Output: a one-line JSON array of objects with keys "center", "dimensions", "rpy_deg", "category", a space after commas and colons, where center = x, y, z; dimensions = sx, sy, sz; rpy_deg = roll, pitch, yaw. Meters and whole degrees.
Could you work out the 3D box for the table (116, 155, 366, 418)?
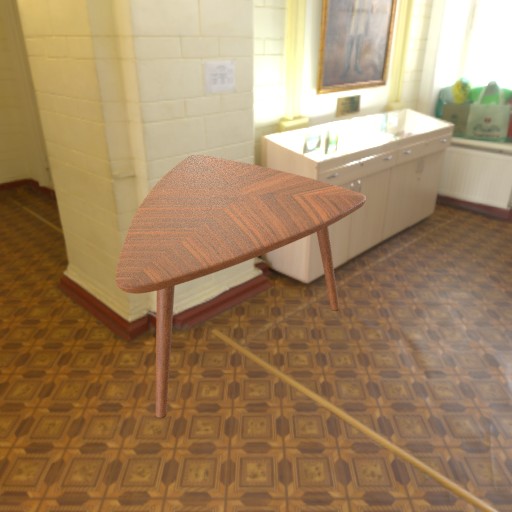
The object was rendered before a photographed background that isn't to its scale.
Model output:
[{"center": [0.000, 0.000, 1.294], "dimensions": [0.601, 0.365, 1.008], "rpy_deg": [0, 26, 0], "category": "table"}]
